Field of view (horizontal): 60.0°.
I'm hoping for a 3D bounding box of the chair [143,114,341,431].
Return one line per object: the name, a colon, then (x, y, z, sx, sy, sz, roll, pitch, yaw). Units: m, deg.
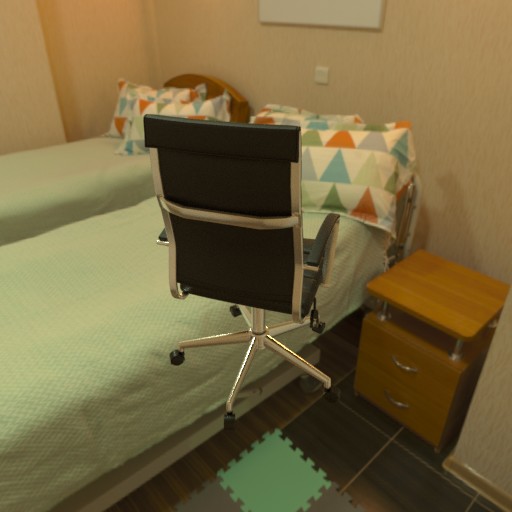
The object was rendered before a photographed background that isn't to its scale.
chair: (0.000, 0.000, 1.689, 0.766, 1.149, 0.739, 9, 31, 16)
